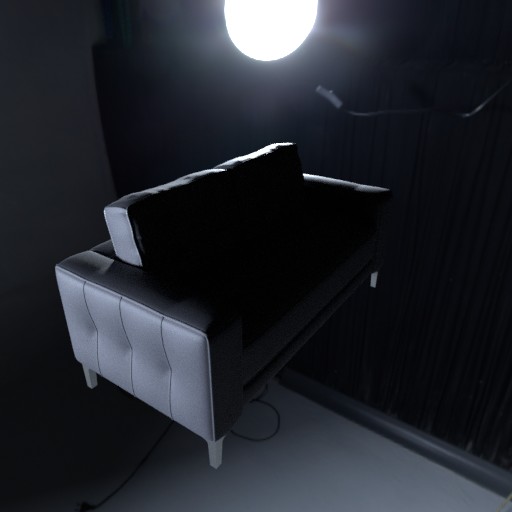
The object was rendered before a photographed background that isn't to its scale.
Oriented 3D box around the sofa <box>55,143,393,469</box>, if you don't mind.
[{"bbox_3d":[0.000,0.000,2.269,0.833,0.893,1.726,17,32,30],"label":"sofa"}]
